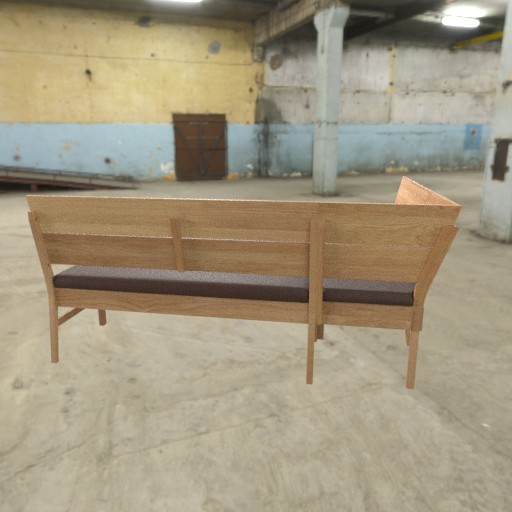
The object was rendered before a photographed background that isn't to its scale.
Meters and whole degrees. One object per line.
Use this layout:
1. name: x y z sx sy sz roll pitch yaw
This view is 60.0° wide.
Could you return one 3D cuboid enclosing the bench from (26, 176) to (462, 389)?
1. bench: 0.000 0.000 2.769 1.975 0.890 1.549 2 15 9
